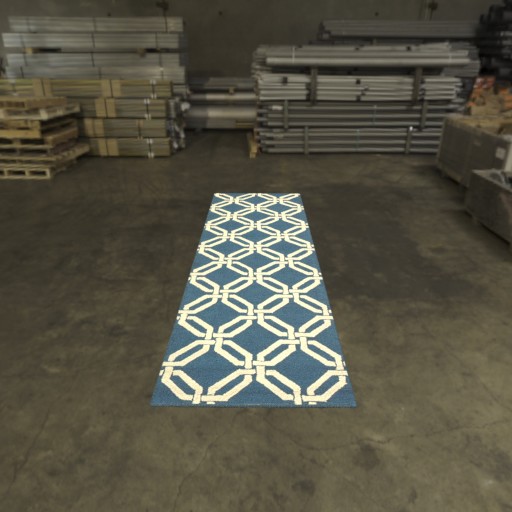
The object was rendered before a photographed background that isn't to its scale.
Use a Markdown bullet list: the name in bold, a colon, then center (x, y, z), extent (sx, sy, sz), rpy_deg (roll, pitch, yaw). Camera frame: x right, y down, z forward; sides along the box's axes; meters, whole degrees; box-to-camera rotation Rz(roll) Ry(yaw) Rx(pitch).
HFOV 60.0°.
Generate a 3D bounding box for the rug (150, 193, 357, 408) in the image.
- **rug**: center (0.000, 0.000, 2.469), extent (0.678, 0.014, 2.276), rpy_deg (0, 25, 0)
